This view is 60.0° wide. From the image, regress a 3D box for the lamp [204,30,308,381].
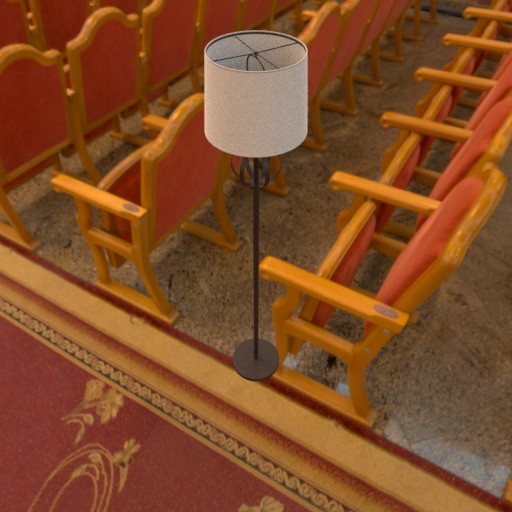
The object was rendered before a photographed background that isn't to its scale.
[{"bbox_3d":[0.000,0.000,1.612,0.286,1.462,0.286,24,51,21],"label":"lamp"}]
